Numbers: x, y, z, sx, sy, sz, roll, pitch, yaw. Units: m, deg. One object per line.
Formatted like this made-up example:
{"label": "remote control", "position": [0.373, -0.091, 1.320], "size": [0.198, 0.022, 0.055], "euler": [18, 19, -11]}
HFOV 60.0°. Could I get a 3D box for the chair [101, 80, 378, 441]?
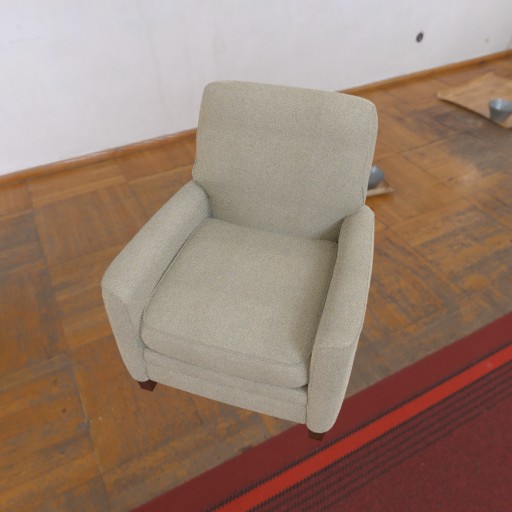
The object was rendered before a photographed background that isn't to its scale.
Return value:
{"label": "chair", "position": [0.000, 0.000, 1.653], "size": [0.850, 1.006, 0.853], "euler": [12, 44, 13]}
